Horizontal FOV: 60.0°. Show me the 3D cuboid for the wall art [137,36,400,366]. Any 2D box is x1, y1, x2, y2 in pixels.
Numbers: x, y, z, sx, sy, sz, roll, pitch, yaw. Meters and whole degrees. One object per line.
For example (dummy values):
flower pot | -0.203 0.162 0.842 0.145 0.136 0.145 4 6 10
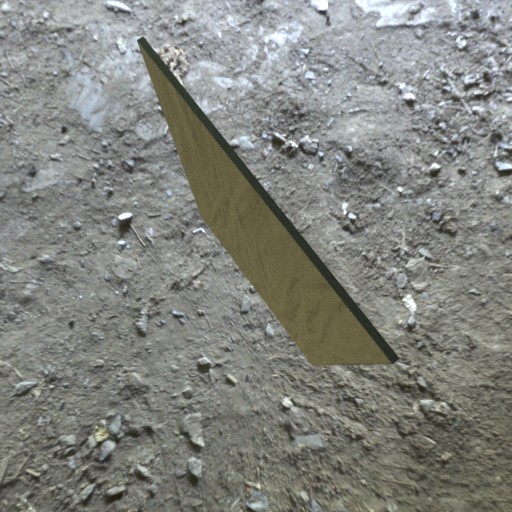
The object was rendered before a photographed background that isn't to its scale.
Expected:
wall art | 0.000 0.000 1.381 0.016 1.116 0.810 -36 79 -8
